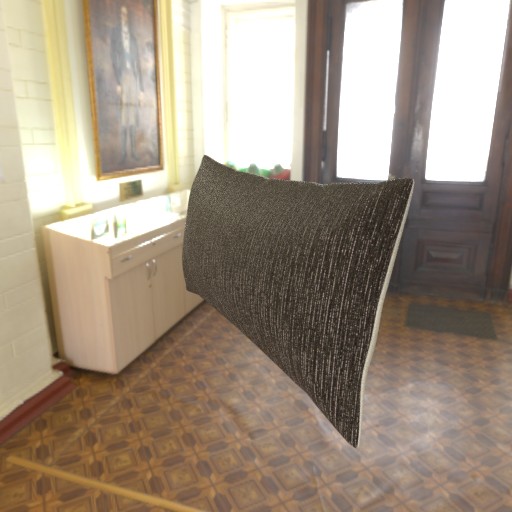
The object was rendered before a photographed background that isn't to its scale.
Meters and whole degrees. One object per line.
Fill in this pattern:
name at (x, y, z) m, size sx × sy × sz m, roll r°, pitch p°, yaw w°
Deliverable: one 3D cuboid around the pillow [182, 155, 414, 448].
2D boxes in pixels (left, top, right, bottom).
pillow at (0.000, 0.000, 0.741) m, size 0.156 × 0.305 × 0.608 m, roll -8°, pitch 17°, yaw -26°
